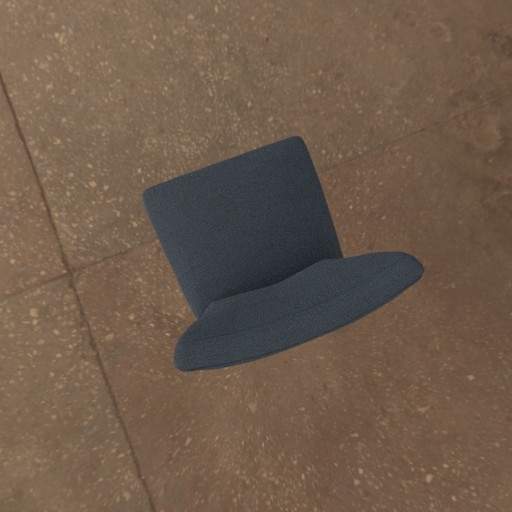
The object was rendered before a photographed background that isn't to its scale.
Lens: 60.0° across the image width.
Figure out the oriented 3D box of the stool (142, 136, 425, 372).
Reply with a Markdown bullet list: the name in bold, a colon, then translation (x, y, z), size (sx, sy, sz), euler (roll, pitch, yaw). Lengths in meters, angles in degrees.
- **stool**: translation (0.000, 0.000, 1.348), size (0.514, 1.000, 0.574), euler (-21, 78, -5)
